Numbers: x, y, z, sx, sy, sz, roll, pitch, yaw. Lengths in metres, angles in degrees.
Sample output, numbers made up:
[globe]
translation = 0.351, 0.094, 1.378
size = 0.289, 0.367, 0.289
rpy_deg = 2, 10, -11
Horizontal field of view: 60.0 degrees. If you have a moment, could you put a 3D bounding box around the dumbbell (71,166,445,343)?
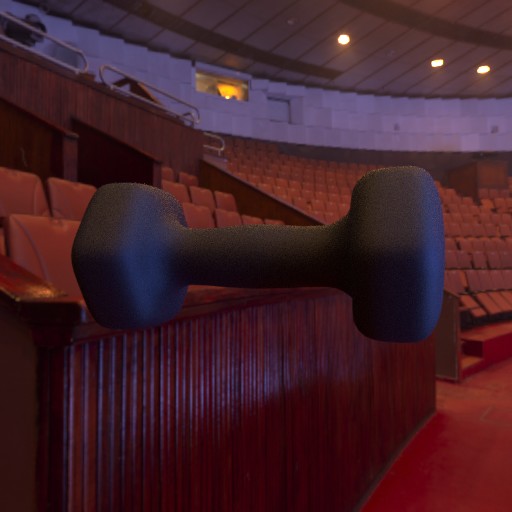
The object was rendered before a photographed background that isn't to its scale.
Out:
[dumbbell]
translation = 0.000, 0.000, 0.296
size = 0.231, 0.101, 0.112
rpy_deg = 0, -1, 17
